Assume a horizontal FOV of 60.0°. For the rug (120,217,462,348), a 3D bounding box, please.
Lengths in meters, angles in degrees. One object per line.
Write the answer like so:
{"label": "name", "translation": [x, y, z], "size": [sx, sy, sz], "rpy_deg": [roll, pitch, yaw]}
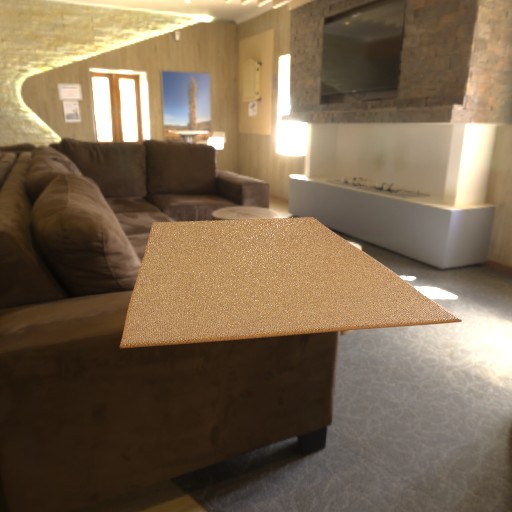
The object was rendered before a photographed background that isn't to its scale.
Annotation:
{"label": "rug", "translation": [0.000, 0.000, 2.131], "size": [1.078, 0.013, 1.678], "rpy_deg": [-3, 17, -9]}
